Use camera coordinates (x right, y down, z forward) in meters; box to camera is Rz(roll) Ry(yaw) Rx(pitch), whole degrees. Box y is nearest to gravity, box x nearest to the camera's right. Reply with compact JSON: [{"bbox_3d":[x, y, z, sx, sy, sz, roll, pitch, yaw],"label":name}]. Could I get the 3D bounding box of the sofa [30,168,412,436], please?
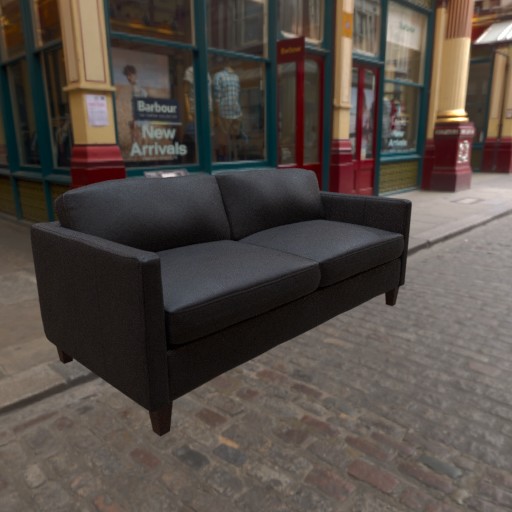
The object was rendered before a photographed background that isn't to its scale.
[{"bbox_3d":[0.000,0.000,2.397,0.933,0.863,1.971,13,20,42],"label":"sofa"}]
